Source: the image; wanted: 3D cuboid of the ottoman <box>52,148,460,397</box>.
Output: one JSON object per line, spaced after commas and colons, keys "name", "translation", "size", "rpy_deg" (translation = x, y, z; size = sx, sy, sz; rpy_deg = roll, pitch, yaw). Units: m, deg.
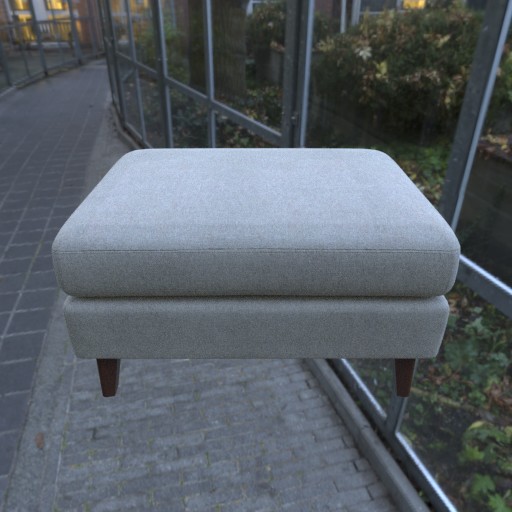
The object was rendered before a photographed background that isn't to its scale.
{"name": "ottoman", "translation": [0.000, 0.000, 1.202], "size": [0.823, 0.478, 0.610], "rpy_deg": [0, 30, 0]}
